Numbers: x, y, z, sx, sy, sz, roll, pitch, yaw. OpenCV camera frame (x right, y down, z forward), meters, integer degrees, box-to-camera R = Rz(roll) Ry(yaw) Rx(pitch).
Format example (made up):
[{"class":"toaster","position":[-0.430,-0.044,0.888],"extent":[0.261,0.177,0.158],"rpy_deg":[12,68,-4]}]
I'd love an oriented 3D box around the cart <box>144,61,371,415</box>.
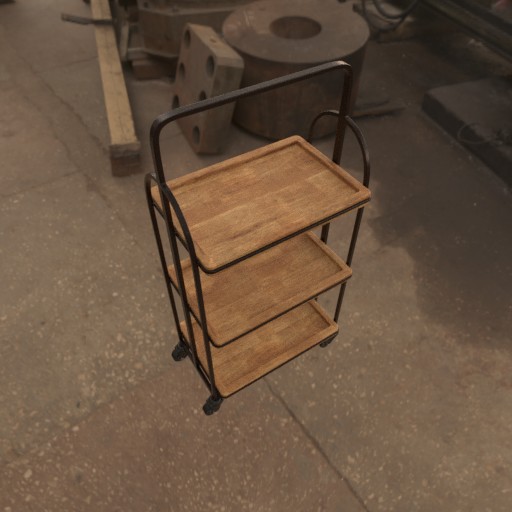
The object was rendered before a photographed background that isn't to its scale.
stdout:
[{"class":"cart","position":[0.000,0.000,1.260],"extent":[0.553,1.001,0.327],"rpy_deg":[-25,52,-22]}]
